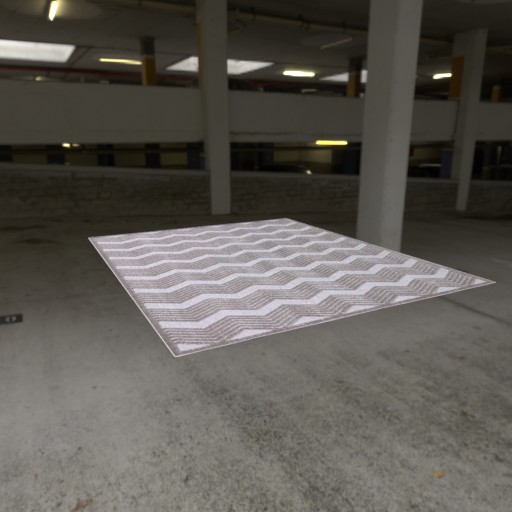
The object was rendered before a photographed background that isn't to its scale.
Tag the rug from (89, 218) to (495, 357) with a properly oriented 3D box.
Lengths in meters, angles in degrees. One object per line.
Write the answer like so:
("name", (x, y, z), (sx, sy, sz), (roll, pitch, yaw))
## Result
("rug", (0.000, 0.000, 3.876), (2.391, 0.005, 2.880), (-8, 17, -27))
